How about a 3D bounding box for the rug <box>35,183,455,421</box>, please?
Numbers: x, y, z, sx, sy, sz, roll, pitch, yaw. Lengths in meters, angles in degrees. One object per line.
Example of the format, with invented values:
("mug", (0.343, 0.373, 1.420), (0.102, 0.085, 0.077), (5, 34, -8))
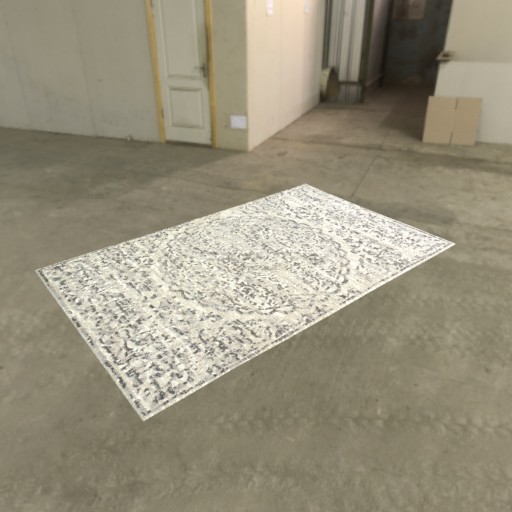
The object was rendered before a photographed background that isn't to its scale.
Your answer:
("rug", (0.000, 0.000, 3.018), (2.447, 0.021, 1.527), (-22, 37, -33))
